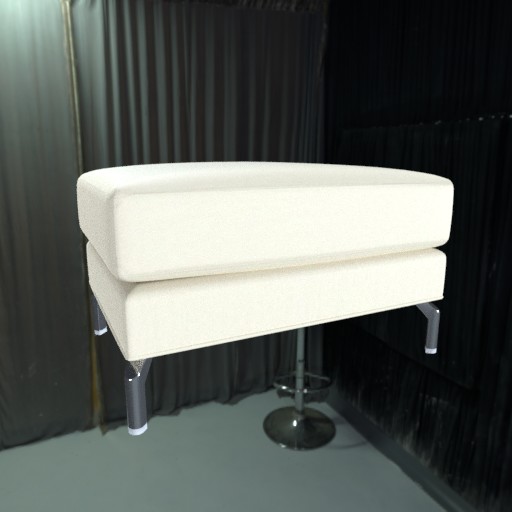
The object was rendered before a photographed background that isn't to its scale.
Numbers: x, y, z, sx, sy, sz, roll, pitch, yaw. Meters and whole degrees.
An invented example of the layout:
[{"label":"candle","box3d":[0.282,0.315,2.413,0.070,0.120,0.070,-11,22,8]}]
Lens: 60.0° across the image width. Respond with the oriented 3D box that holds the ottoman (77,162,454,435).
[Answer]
[{"label":"ottoman","box3d":[0.000,0.000,1.198,0.835,0.497,0.581,-6,14,-26]}]
